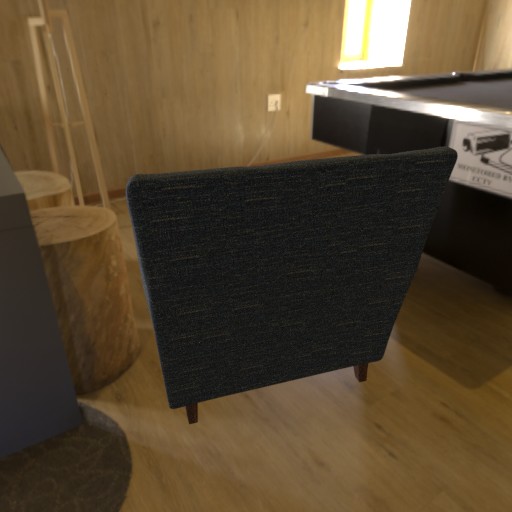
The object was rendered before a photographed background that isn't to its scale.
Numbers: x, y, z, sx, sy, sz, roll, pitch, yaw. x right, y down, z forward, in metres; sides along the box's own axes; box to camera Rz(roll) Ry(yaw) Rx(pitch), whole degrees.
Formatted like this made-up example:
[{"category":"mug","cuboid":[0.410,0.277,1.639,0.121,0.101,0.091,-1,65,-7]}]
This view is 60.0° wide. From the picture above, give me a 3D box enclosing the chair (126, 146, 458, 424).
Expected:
[{"category":"chair","cuboid":[0.000,0.000,1.631,0.864,0.928,0.873,-8,29,-16]}]
